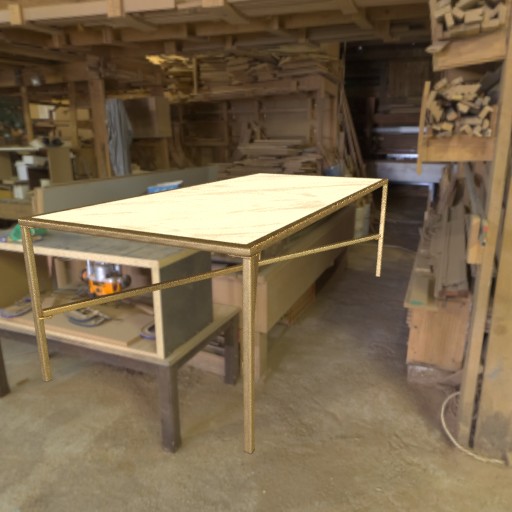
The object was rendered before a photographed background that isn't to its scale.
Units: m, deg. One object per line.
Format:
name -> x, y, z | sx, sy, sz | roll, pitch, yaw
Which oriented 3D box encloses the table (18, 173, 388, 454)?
table -> 0.000, 0.000, 1.422 | 0.577, 0.405, 1.197 | 8, 18, 25
